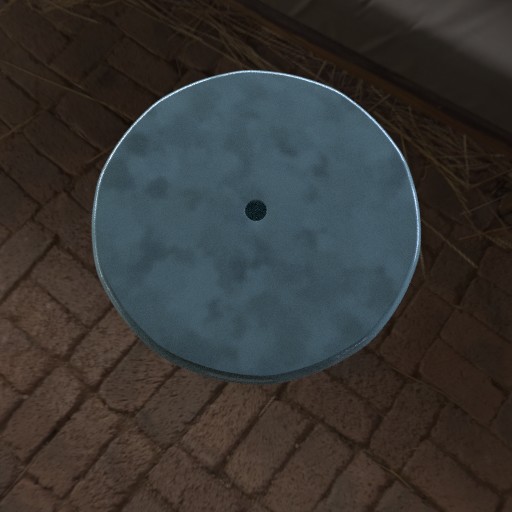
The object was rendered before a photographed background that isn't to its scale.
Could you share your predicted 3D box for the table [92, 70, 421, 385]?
[{"bbox_3d":[0.000,0.000,0.648,0.352,0.387,0.352,0,76,0],"label":"table"}]
